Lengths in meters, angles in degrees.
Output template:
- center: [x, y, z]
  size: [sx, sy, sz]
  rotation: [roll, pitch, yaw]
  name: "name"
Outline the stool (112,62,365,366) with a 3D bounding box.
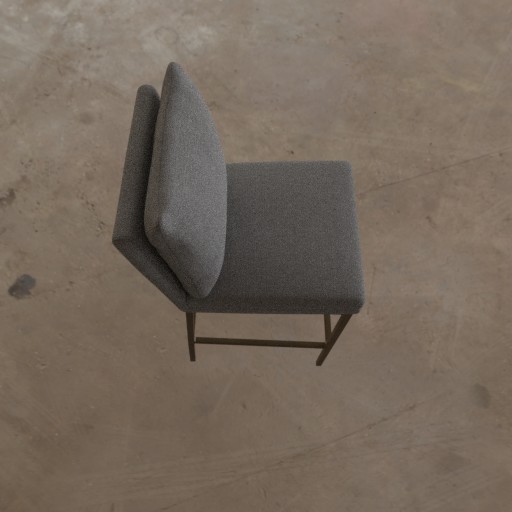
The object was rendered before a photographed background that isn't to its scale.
- center: [0.000, 0.000, 1.398]
  size: [0.569, 1.132, 0.463]
  rotation: [1, 64, 0]
  name: "stool"
